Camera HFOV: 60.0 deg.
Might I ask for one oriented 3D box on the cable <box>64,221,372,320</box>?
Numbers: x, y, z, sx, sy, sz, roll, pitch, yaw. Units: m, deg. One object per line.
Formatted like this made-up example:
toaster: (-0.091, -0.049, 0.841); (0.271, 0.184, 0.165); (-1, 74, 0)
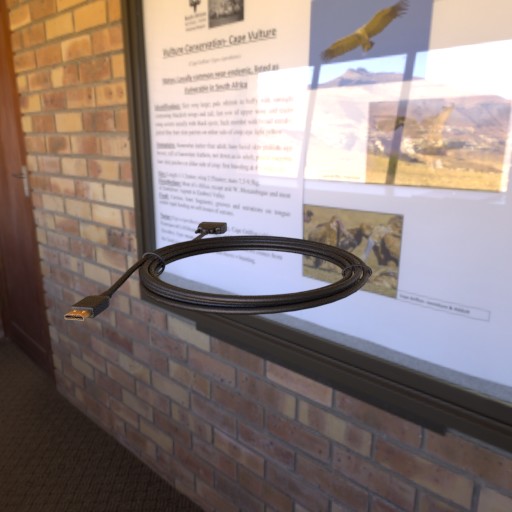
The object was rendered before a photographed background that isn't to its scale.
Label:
cable: (0.000, 0.000, 0.521); (0.257, 0.030, 0.422); (3, 15, 10)
